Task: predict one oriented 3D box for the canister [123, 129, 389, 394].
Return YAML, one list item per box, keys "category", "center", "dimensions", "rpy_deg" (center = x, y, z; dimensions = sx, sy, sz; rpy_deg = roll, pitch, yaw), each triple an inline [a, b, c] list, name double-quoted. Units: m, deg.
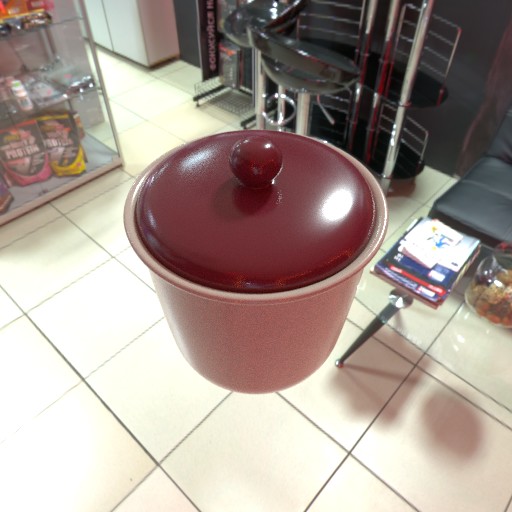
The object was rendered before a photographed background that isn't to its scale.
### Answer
- category: "canister"
  center: [0.000, 0.000, 0.352]
  dimensions: [0.182, 0.208, 0.182]
  rpy_deg: [0, 47, 0]
